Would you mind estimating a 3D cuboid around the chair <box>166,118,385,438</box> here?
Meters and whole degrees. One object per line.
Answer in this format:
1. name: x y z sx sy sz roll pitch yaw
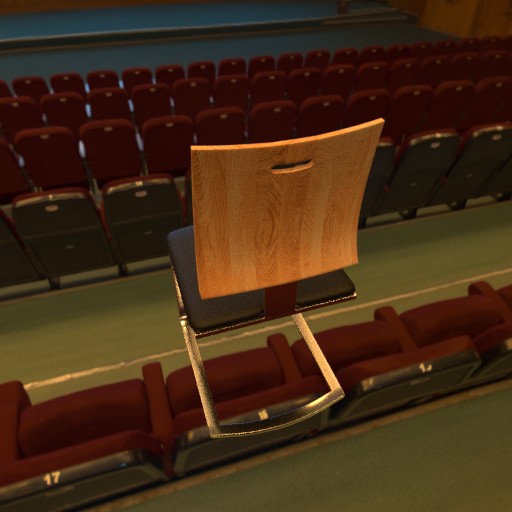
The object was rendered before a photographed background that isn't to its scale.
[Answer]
1. chair: 0.000 0.000 1.266 0.462 0.936 0.560 -12 42 -14
